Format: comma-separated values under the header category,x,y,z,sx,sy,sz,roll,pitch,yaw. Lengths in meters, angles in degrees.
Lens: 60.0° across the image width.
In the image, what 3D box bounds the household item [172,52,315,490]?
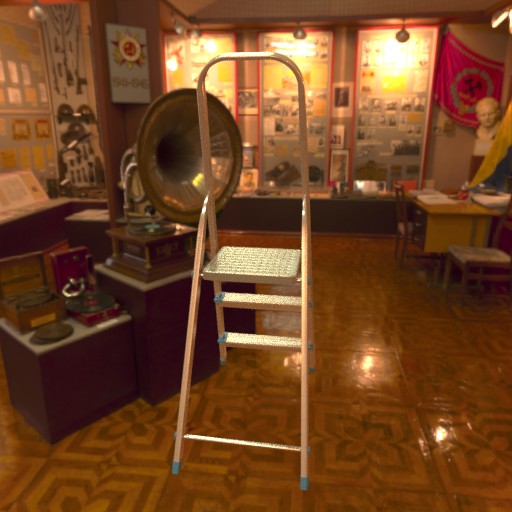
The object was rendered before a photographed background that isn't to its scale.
category,x,y,z,sx,sy,sz,roll,pitch,yaw
household item,0.000,0.000,1.479,0.420,1.215,0.687,3,17,9
